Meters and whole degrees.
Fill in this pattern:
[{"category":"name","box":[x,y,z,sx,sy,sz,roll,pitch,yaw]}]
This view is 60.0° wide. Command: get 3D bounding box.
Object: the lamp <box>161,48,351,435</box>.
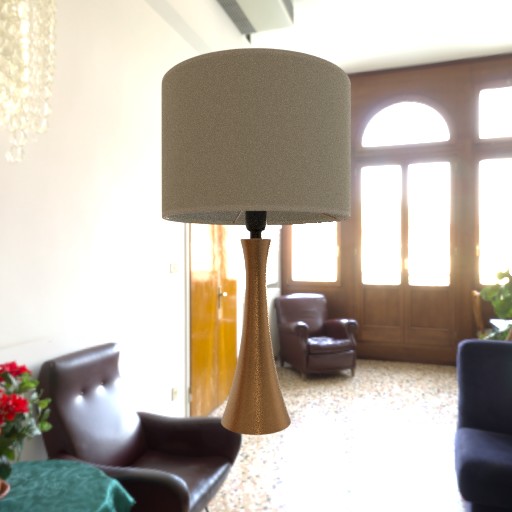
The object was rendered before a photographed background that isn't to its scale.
[{"category":"lamp","box":[0.000,0.000,0.642,0.268,0.479,0.268,0,0,-17]}]
